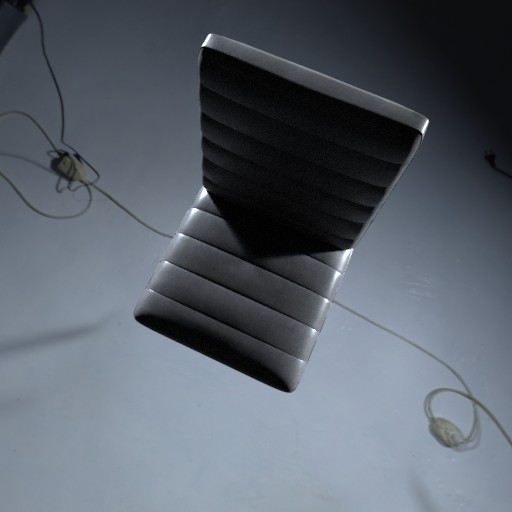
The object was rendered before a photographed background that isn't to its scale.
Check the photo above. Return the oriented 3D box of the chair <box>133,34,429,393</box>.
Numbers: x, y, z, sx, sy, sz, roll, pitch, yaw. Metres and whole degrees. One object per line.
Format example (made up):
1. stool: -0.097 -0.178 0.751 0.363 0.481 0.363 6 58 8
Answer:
1. chair: 0.000 0.000 1.293 0.520 0.930 0.634 24 77 6
